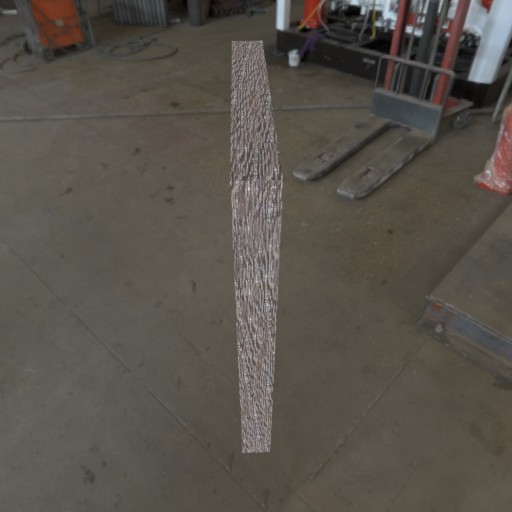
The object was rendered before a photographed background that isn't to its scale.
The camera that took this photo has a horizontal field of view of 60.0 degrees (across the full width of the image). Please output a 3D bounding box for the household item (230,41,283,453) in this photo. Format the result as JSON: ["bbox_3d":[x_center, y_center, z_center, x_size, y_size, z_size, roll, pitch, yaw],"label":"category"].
[{"bbox_3d":[0.000,0.000,0.240,0.020,0.180,0.133,-1,42,-2],"label":"household item"}]
